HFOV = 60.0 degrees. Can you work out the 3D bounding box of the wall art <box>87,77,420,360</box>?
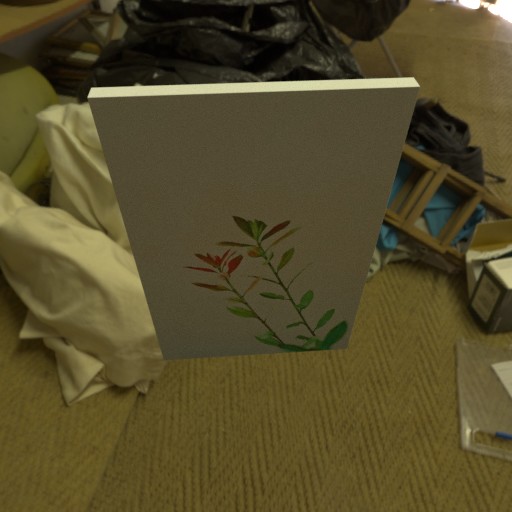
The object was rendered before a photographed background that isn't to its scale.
[{"bbox_3d":[0.000,0.000,1.158,0.612,0.915,0.039,-3,47,-3],"label":"wall art"}]
